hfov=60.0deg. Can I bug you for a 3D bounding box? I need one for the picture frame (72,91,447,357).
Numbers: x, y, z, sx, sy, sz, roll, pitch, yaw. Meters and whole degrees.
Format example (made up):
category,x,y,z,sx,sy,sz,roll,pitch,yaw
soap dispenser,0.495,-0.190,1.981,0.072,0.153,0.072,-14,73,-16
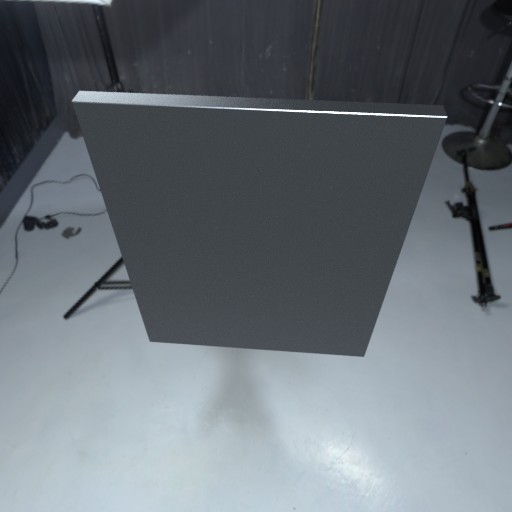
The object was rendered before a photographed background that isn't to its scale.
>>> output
category,x,y,z,sx,sy,sz,roll,pitch,yaw
picture frame,0.000,0.000,0.754,0.460,0.556,0.028,3,47,3
